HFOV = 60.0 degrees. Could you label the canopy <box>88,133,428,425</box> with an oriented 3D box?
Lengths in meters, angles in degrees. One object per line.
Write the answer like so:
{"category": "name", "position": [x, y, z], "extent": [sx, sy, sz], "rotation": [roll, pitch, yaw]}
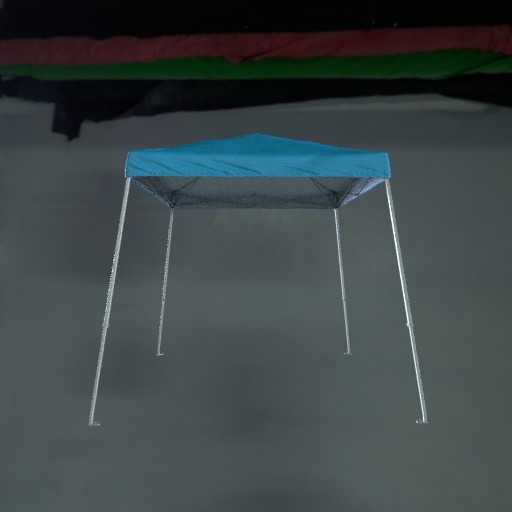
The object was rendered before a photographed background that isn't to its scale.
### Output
{"category": "canopy", "position": [0.000, 0.000, 5.147], "extent": [2.849, 2.849, 2.848], "rotation": [0, -1, -1]}
